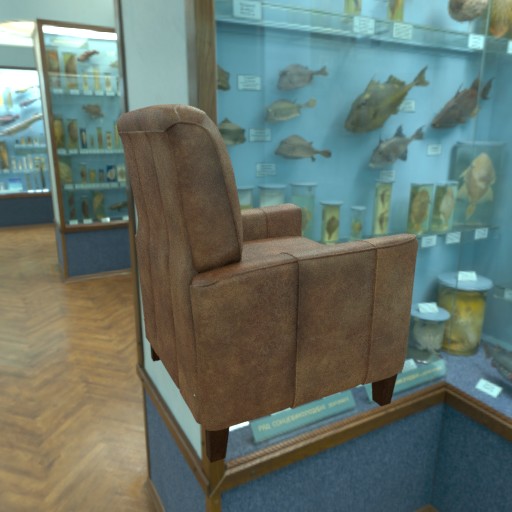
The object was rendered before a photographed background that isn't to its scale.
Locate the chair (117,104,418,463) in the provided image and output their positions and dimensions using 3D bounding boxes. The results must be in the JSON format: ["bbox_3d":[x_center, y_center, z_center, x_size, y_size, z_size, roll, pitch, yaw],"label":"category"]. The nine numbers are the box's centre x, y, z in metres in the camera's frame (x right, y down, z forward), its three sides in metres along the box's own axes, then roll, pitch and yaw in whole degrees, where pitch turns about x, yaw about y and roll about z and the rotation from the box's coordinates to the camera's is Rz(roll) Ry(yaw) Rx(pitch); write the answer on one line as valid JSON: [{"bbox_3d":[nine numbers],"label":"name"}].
[{"bbox_3d":[0.000,0.000,1.661,0.836,1.043,0.843,-7,17,-26],"label":"chair"}]
